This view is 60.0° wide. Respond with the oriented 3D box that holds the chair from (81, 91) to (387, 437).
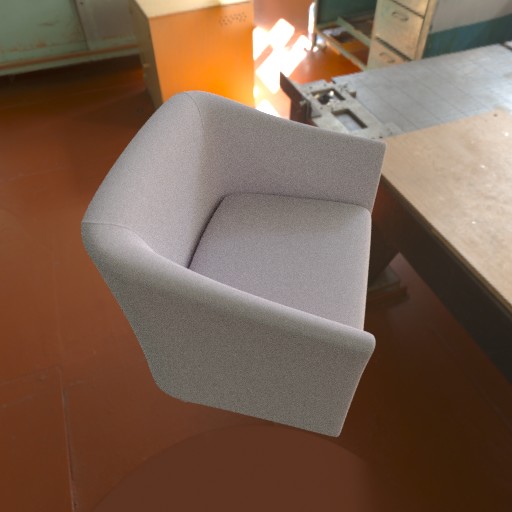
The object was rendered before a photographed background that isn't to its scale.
[{"bbox_3d":[0.000,0.000,1.375,0.700,0.720,0.790,10,48,9],"label":"chair"}]
